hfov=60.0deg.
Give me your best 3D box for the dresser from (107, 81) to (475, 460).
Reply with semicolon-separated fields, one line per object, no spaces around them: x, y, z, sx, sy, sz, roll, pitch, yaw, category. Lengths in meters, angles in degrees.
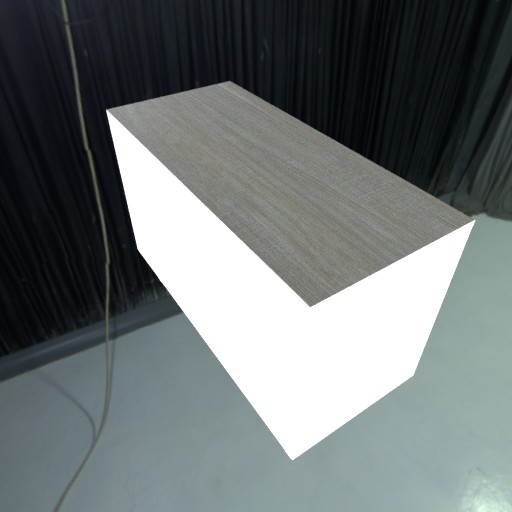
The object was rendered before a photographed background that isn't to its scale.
0.000;0.000;1.543;0.500;0.780;1.110;-24;46;-25;dresser
